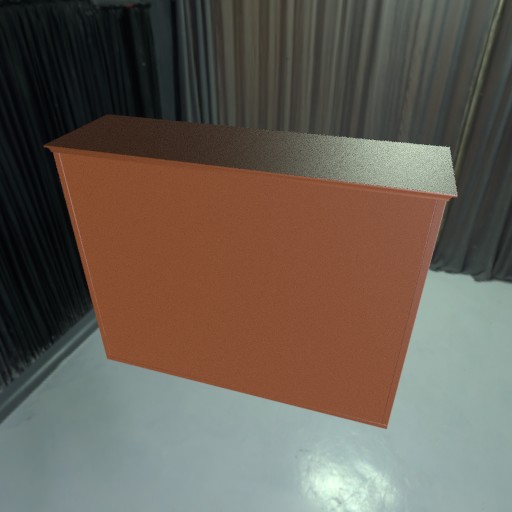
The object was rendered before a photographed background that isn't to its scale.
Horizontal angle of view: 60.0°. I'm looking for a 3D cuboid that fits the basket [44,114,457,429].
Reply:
[{"bbox_3d":[0.000,0.000,1.130,0.792,0.625,0.376,10,35,14],"label":"basket"}]
